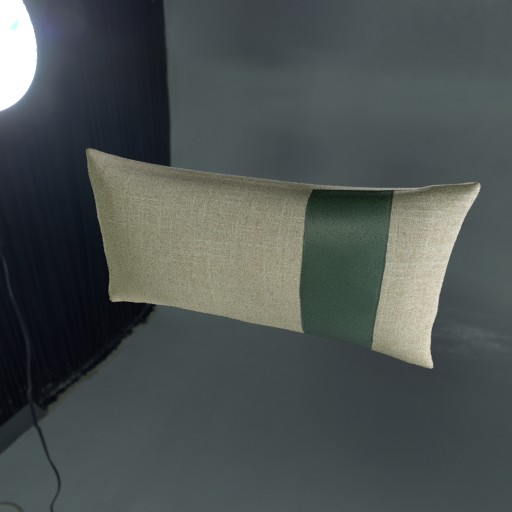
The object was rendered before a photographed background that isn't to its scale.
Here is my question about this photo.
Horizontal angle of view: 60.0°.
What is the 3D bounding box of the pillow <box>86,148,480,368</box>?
[{"bbox_3d":[0.000,0.000,1.017,0.859,0.429,0.197,8,27,17],"label":"pillow"}]
